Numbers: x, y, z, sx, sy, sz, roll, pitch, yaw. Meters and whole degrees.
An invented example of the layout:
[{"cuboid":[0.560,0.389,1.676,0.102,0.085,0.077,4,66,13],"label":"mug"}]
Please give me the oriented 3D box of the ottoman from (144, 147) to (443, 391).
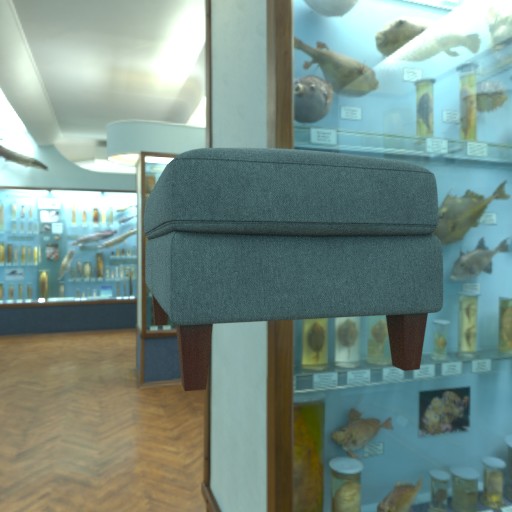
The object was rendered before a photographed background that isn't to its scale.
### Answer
[{"cuboid":[0.000,0.000,1.251,0.584,0.483,0.864,0,1,-17],"label":"ottoman"}]
